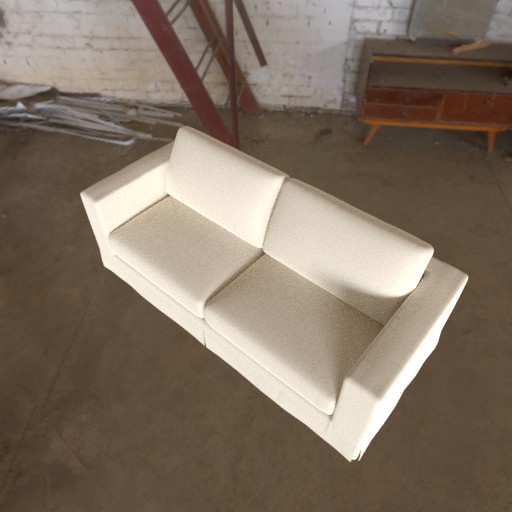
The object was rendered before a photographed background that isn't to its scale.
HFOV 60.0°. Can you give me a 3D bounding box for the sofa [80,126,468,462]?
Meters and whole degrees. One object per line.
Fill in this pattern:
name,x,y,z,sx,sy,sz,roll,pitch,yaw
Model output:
sofa,0.000,0.000,2.689,2.163,0.881,0.954,32,54,27
